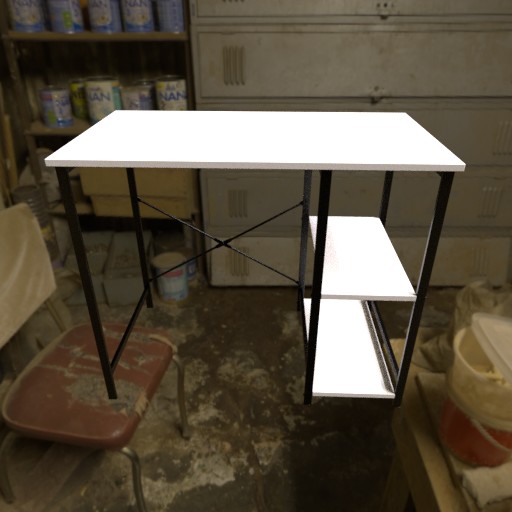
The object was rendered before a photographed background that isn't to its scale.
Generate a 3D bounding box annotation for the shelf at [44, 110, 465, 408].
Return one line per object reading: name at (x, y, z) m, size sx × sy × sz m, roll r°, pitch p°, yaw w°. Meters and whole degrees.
shelf at (0.000, 0.000, 1.350) m, size 0.902 × 0.750 × 0.498 m, roll 1°, pitch 30°, yaw 2°
